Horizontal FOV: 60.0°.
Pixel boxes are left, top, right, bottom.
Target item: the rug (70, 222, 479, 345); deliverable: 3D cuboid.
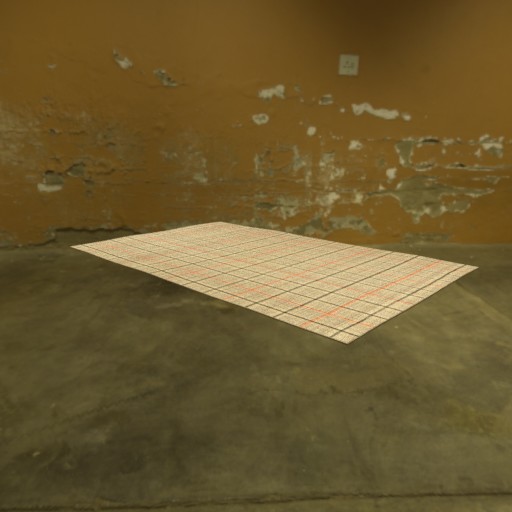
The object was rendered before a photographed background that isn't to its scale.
[{"bbox_3d":[0.000,0.000,3.076,2.439,0.015,1.524,13,19,42],"label":"rug"}]
